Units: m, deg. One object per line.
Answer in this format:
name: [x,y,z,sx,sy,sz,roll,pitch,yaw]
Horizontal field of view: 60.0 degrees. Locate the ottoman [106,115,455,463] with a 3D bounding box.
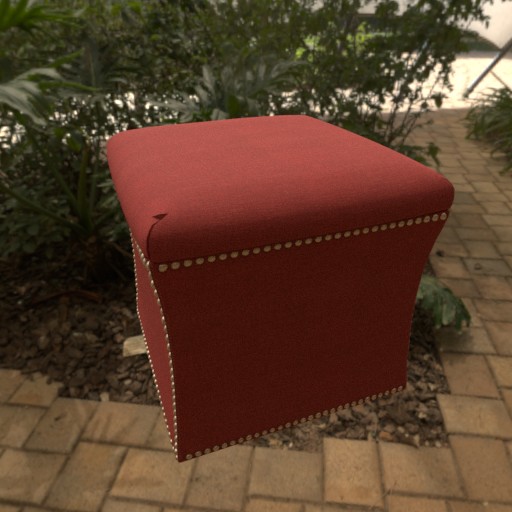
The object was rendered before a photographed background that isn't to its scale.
ottoman: [0.000,0.000,0.896,0.497,0.475,0.507,-11,31,-18]
